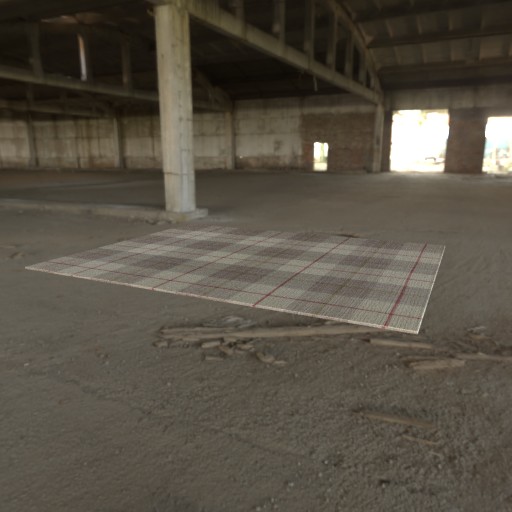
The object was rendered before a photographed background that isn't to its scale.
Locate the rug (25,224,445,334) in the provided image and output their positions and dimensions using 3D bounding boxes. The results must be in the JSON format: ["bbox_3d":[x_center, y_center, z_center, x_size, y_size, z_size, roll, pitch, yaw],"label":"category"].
[{"bbox_3d":[0.000,0.000,3.912,2.959,0.016,2.317,6,15,25],"label":"rug"}]
